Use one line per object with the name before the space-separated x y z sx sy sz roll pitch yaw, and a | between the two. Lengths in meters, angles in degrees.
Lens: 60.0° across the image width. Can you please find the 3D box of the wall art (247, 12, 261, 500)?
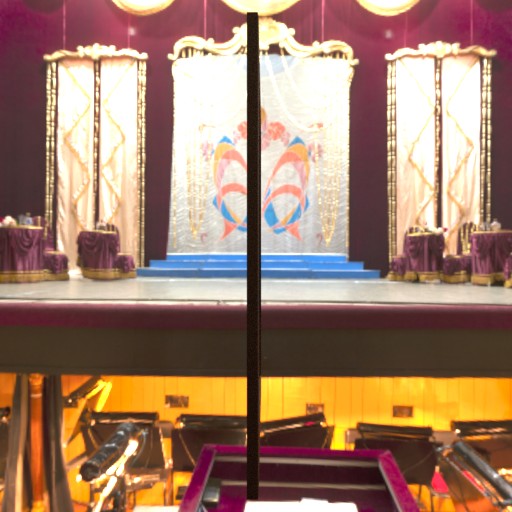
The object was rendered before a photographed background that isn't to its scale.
wall art | 0.000 0.000 0.640 0.013 0.508 0.359 0 0 1
